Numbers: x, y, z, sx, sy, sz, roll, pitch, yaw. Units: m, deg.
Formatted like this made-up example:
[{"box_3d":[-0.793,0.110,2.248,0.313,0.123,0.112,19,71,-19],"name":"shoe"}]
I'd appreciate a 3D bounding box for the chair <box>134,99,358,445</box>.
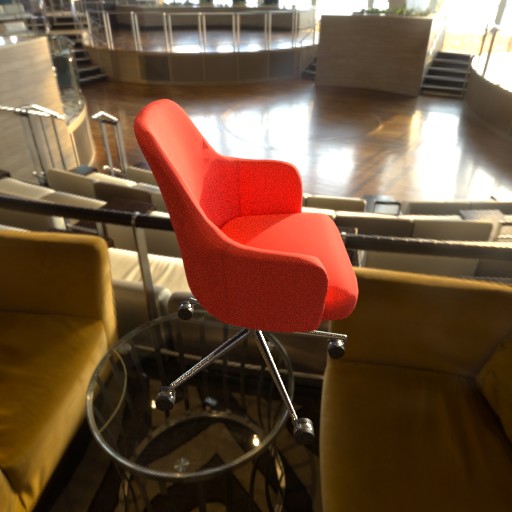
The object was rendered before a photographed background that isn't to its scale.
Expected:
[{"box_3d":[0.000,0.000,1.267,0.600,0.820,0.655,-1,33,-1],"name":"chair"}]
